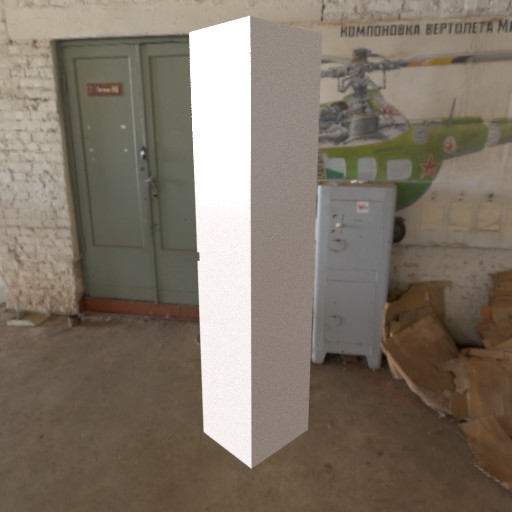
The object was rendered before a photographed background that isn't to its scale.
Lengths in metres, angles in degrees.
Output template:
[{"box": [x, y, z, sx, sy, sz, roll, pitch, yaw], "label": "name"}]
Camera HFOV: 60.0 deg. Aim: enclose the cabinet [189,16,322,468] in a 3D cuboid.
[{"box": [0.000, 0.000, 1.527, 0.300, 1.400, 0.269, -14, 21, -42], "label": "cabinet"}]
